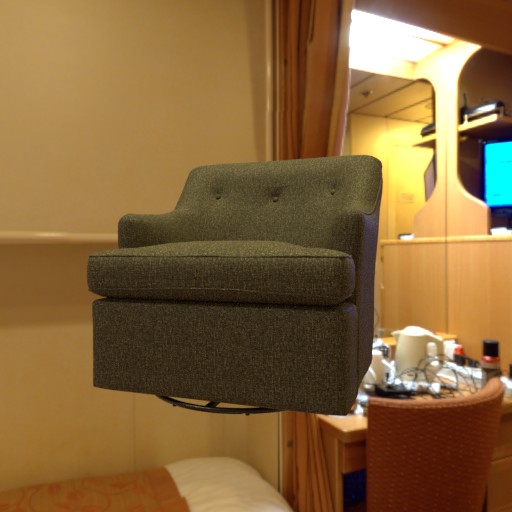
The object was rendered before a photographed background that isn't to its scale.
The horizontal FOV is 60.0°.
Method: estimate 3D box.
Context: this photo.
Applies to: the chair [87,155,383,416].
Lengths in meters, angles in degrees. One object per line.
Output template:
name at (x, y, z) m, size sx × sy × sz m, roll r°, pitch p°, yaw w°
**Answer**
chair at (0.000, 0.000, 1.614) m, size 0.864 × 0.856 × 0.923 m, roll 0°, pitch 0°, yaw 19°
